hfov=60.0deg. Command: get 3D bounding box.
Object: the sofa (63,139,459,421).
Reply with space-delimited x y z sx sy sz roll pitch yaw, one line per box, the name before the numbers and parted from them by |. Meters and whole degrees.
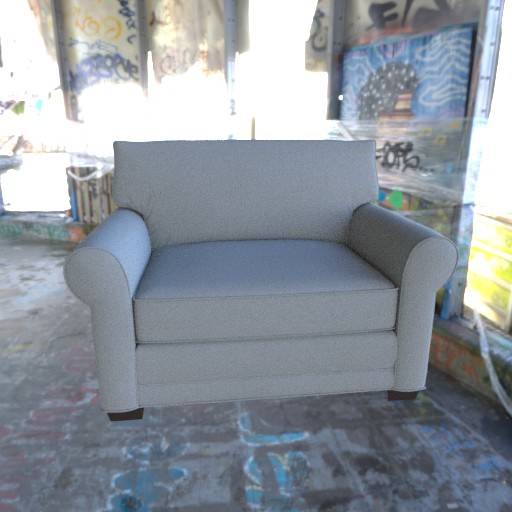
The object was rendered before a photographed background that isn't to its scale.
sofa | 0.000 0.000 2.001 1.405 1.006 0.937 -2 16 -7
